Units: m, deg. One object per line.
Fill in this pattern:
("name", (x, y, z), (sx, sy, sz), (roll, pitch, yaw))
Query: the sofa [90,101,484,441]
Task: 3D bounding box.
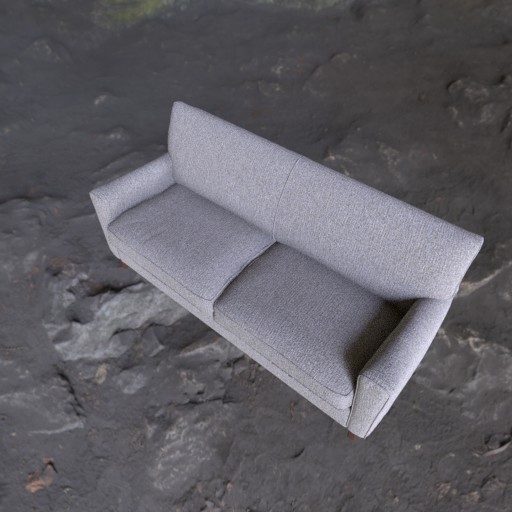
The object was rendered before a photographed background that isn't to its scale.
("sofa", (0.000, 0.000, 2.526), (2.026, 0.942, 0.854), (31, 54, 26))
